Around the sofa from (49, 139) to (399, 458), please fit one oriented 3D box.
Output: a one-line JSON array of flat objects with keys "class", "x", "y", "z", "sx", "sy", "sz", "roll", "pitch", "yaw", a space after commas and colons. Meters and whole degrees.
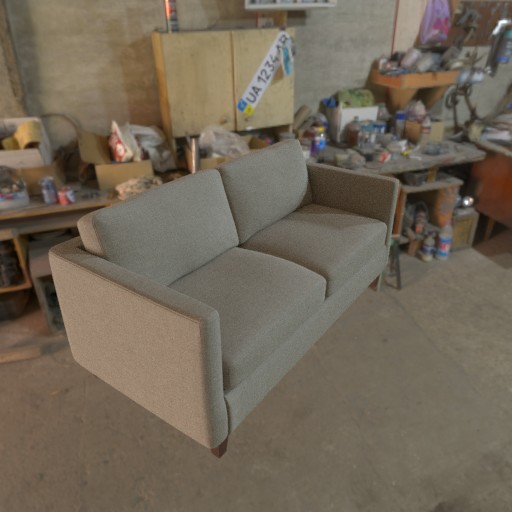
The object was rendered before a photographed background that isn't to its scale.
[{"class": "sofa", "x": 0.000, "y": 0.000, "z": 2.488, "sx": 0.951, "sy": 0.947, "sz": 1.884, "roll": 19, "pitch": 33, "yaw": 31}]
